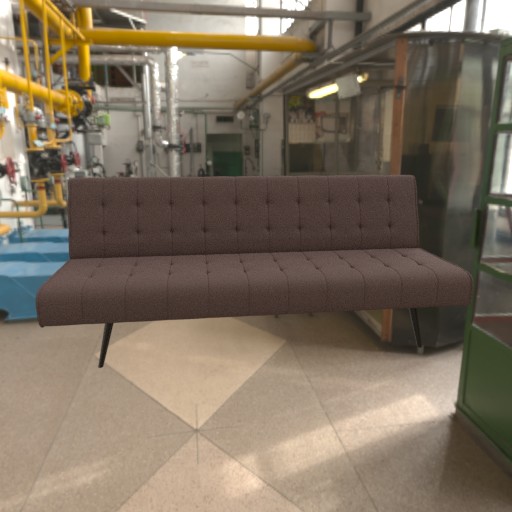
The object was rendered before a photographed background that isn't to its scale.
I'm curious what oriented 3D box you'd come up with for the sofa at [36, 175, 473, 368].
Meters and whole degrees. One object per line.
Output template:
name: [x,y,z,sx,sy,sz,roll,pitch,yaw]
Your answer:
sofa: [0.000,0.000,2.048,1.703,0.699,0.747,-2,14,-7]
